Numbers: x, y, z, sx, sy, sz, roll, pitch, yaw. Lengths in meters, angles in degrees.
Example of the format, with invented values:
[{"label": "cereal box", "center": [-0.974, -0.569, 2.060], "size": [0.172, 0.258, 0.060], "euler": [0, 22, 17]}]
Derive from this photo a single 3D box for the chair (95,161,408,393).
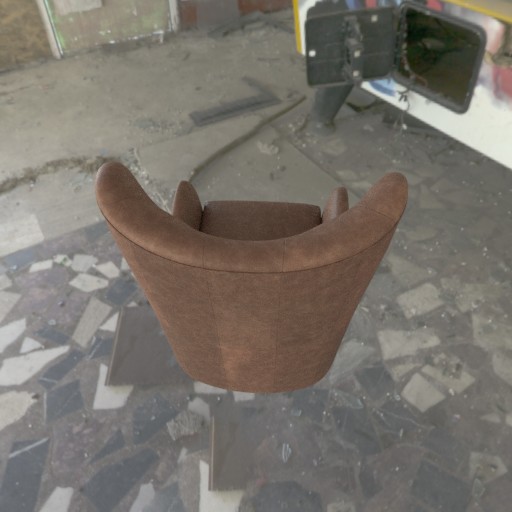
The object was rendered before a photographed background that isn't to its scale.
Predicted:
[{"label": "chair", "center": [0.000, 0.000, 1.700], "size": [0.831, 1.079, 0.930], "euler": [3, 46, 3]}]
